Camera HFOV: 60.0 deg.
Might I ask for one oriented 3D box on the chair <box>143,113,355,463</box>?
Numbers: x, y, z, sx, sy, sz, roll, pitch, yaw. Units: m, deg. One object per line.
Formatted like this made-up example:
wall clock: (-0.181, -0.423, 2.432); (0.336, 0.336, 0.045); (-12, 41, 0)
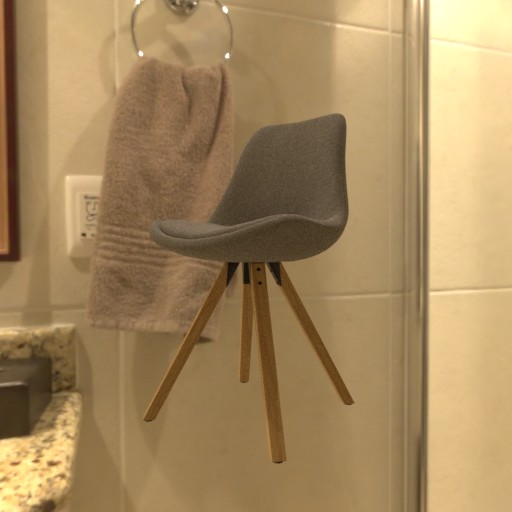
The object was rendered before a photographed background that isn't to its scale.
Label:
chair: (0.000, 0.000, 1.225); (0.483, 0.865, 0.550); (1, 1, 34)
